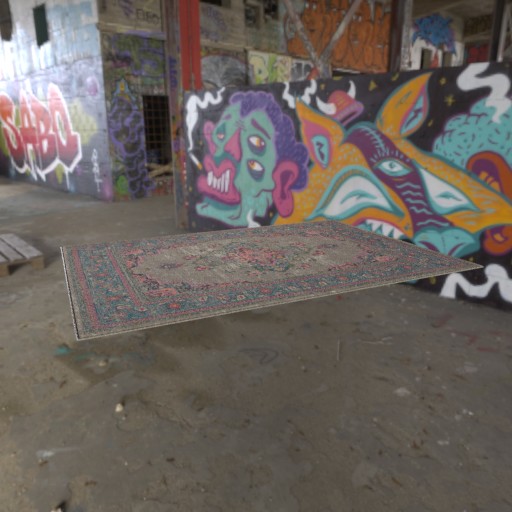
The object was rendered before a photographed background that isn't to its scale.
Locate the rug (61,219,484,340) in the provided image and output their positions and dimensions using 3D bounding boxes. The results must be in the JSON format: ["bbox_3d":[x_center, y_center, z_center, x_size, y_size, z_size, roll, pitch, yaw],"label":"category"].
[{"bbox_3d":[0.000,0.000,3.647,2.890,0.013,2.005,-7,18,-24],"label":"rug"}]
